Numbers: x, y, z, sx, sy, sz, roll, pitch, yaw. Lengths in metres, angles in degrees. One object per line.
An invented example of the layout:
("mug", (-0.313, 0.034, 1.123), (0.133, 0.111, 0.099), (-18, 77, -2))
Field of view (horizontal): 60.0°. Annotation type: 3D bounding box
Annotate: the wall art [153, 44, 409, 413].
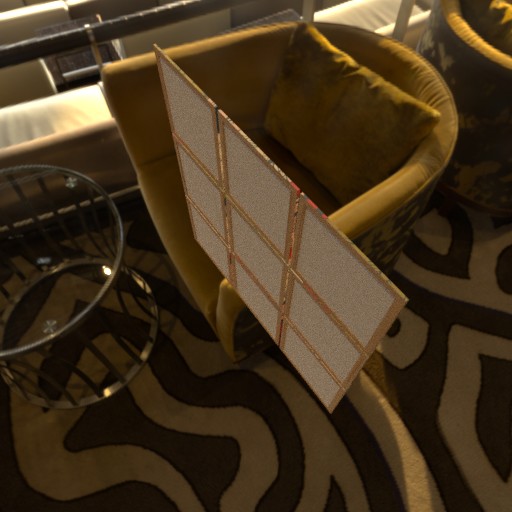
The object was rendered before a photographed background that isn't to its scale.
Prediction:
("wall art", (0.000, 0.000, 2.271), (0.013, 1.534, 1.519), (-32, 64, -18))
